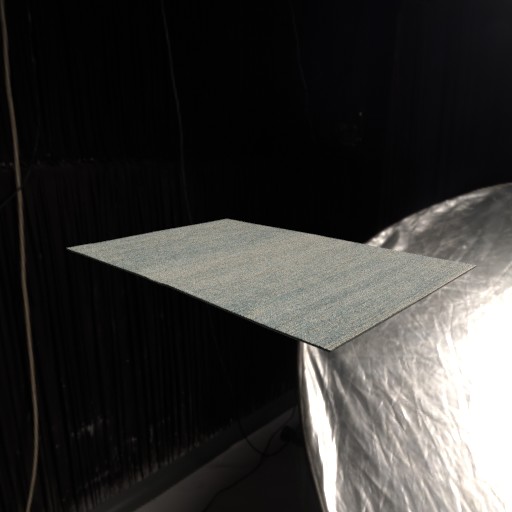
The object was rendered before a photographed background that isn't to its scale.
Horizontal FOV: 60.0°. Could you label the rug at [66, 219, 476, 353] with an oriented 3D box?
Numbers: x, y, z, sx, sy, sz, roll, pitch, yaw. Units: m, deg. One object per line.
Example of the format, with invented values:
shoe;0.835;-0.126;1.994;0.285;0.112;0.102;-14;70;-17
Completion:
rug;0.000;0.000;5.270;4.078;0.052;2.802;14;21;42
